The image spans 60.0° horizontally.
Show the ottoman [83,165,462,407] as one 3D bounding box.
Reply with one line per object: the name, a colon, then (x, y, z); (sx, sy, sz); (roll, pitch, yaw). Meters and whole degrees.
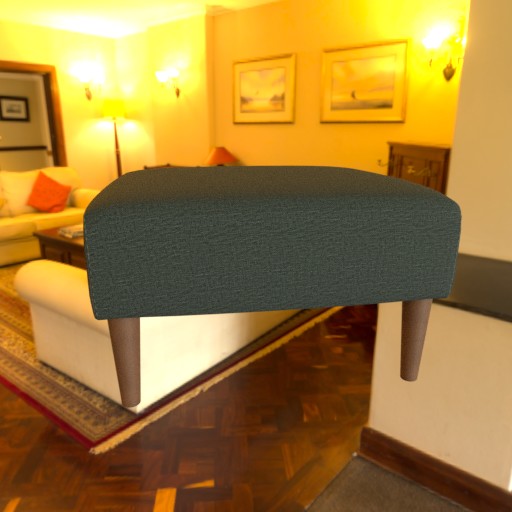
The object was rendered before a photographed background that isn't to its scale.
ottoman: (0.000, 0.000, 1.057); (0.650, 0.398, 0.649); (-3, 16, -9)
